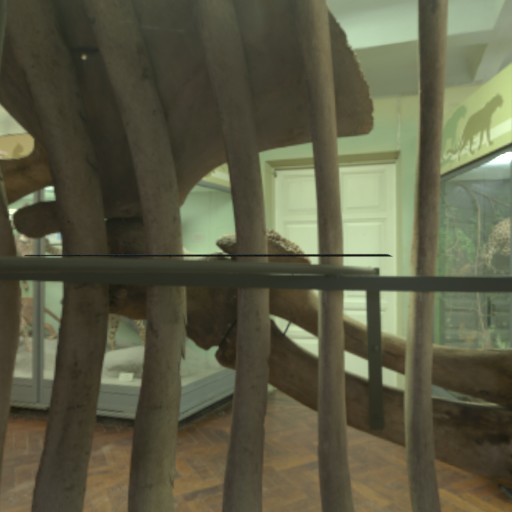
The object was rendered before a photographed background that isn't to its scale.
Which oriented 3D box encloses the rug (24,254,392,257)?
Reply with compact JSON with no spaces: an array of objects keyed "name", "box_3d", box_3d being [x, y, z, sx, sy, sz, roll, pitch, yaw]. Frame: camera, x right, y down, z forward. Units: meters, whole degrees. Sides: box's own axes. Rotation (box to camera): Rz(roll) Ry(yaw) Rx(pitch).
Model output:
[{"name":"rug","box_3d":[0.000,0.000,4.169,2.438,0.010,3.048,0,0,17]}]
